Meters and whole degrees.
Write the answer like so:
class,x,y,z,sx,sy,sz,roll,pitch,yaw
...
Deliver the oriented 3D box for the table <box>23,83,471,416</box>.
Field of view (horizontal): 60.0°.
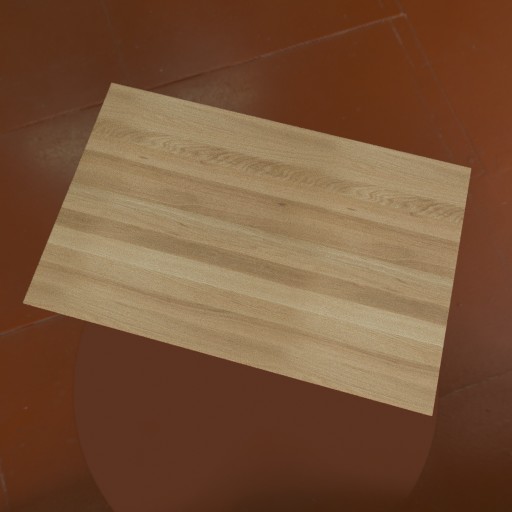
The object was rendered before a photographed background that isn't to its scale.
class,x,y,z,sx,sy,sz,roll,pitch,yaw
table,0.000,0.000,1.477,1.100,0.510,0.700,15,76,4
